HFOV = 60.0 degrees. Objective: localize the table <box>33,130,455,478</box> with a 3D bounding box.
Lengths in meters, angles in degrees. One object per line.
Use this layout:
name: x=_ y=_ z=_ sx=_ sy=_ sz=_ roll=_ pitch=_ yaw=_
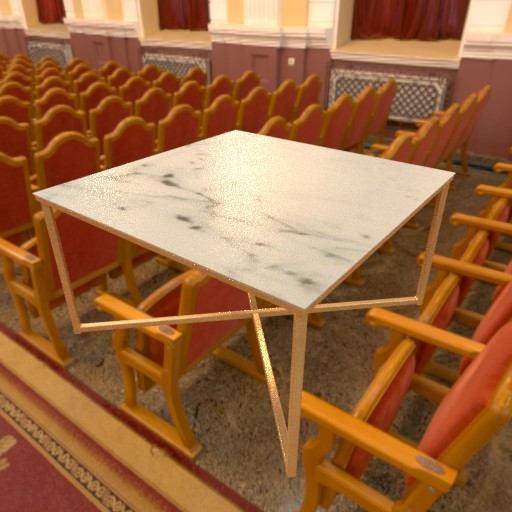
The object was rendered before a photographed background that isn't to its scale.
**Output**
table: x=0.000 y=0.000 z=1.288 sx=0.800 sy=0.450 sz=0.800 roll=21 pitch=36 yaw=32
